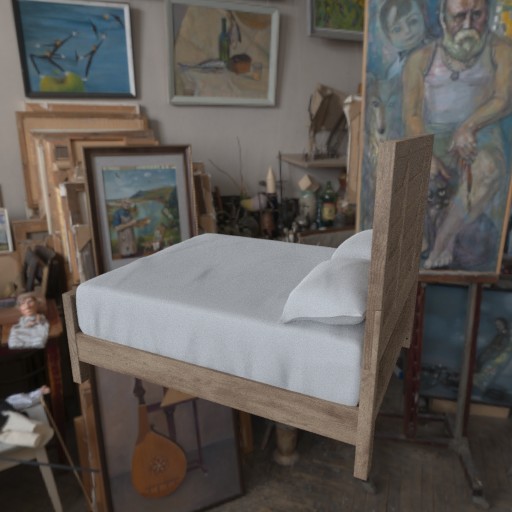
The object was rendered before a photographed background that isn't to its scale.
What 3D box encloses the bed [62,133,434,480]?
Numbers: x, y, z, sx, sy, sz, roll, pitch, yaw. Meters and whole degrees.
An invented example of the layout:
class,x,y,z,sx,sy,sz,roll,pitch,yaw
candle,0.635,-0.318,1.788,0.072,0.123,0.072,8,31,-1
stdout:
class,x,y,z,sx,sy,sz,roll,pitch,yaw
bed,0.000,0.000,3.083,2.017,1.631,1.615,8,18,25
